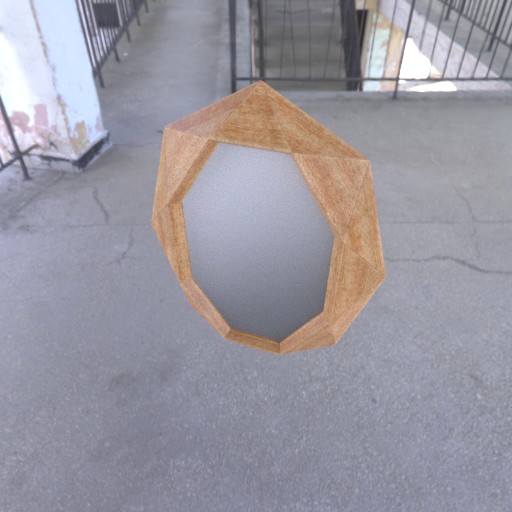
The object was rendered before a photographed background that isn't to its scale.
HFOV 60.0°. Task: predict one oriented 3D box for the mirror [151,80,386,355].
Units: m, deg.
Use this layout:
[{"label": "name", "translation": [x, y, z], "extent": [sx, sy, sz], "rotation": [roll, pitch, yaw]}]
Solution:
[{"label": "mirror", "translation": [0.000, 0.000, 1.014], "extent": [0.577, 0.774, 0.070], "rotation": [13, 43, 15]}]
